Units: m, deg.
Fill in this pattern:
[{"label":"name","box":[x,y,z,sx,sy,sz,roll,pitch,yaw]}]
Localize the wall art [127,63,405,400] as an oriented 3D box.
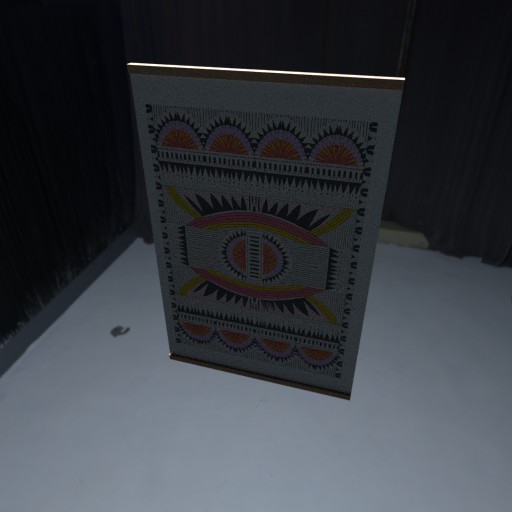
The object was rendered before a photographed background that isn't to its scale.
[{"label":"wall art","box":[0.000,0.000,1.958,0.999,1.533,0.028,9,34,14]}]
